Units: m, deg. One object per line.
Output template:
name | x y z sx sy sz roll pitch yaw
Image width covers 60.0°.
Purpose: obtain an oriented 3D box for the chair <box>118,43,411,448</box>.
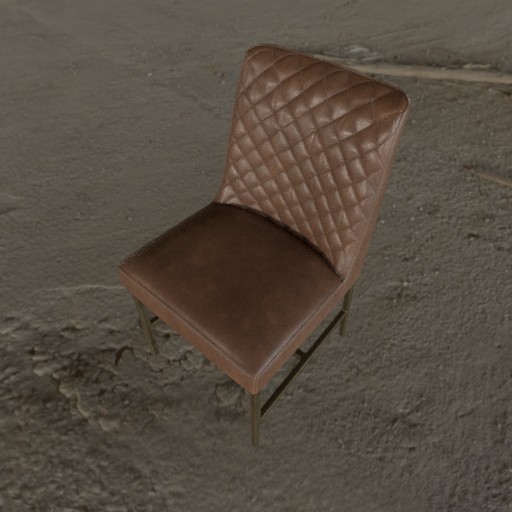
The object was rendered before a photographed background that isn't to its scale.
chair | 0.000 0.000 1.226 0.508 0.889 0.587 33 55 27
